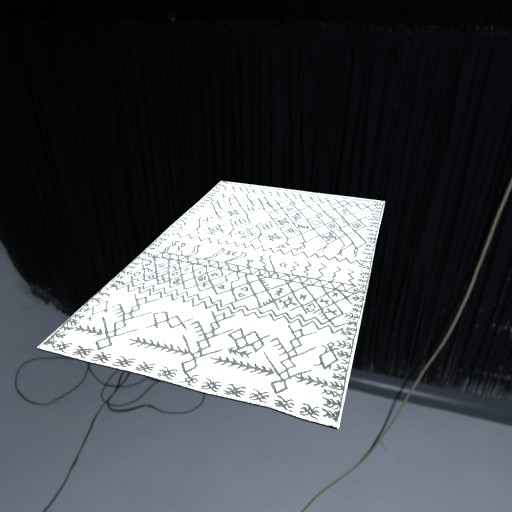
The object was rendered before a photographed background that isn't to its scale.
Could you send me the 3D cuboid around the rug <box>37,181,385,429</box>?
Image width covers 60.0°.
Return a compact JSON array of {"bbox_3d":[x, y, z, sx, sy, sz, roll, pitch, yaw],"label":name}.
[{"bbox_3d":[0.000,0.000,3.029,1.530,0.012,2.444,10,32,16],"label":"rug"}]
